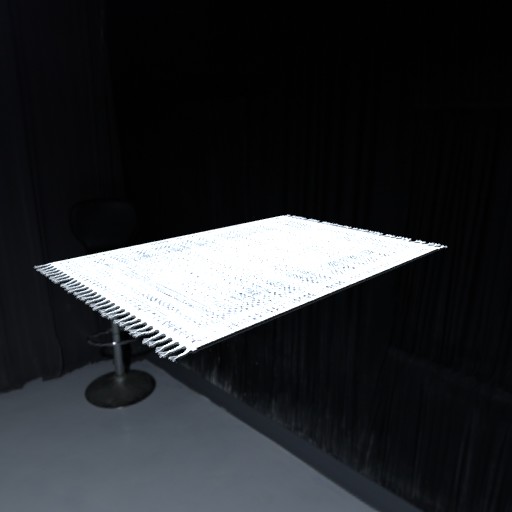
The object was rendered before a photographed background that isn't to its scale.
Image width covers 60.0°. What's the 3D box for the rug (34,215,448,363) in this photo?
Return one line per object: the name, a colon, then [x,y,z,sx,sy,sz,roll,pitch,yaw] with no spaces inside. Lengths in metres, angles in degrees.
rug: [0.000,0.000,2.350,1.872,0.013,1.243,-15,23,-41]
